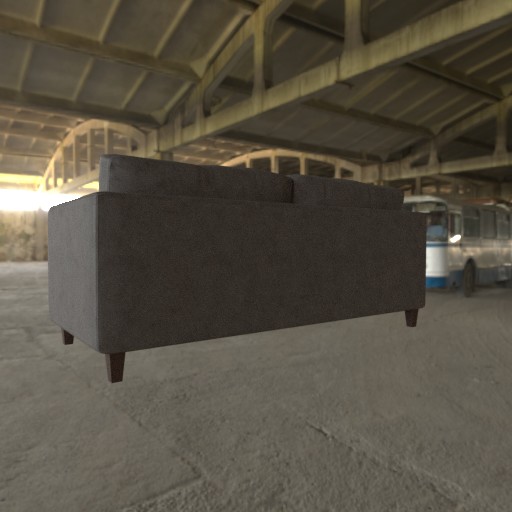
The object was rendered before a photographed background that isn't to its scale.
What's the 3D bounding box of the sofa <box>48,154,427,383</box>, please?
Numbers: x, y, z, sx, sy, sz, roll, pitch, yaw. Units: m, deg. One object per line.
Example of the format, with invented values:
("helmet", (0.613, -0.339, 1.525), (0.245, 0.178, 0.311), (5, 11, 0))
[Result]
("sofa", (0.000, 0.000, 2.721), (2.208, 0.965, 0.951), (-1, 2, -36))
